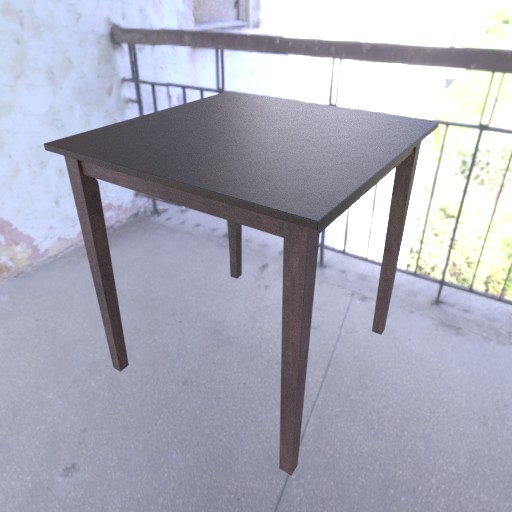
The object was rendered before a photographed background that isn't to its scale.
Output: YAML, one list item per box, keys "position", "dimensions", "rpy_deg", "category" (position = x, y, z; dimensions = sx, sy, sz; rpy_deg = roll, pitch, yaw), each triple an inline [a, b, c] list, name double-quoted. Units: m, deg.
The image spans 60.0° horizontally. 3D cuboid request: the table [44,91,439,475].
- position: [0.000, 0.000, 1.371]
  dimensions: [0.749, 0.770, 0.749]
  rpy_deg: [19, 36, 28]
  category: "table"
